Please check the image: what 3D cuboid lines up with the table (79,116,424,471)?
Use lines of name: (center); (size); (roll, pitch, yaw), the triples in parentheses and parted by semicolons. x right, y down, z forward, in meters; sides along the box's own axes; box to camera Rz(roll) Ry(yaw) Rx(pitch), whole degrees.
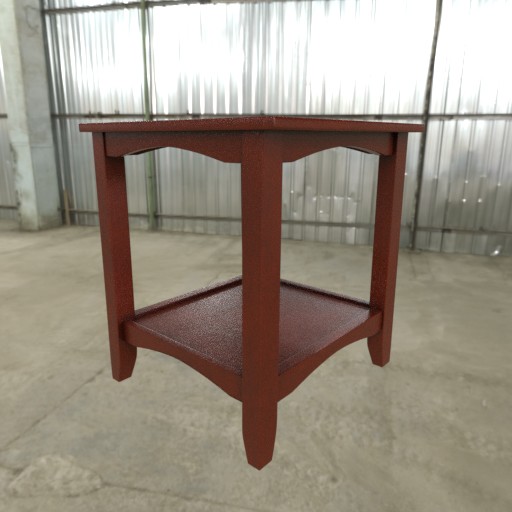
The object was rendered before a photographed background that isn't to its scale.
table: (0.000, 0.000, 0.977); (0.522, 0.558, 0.523); (14, 20, 42)
